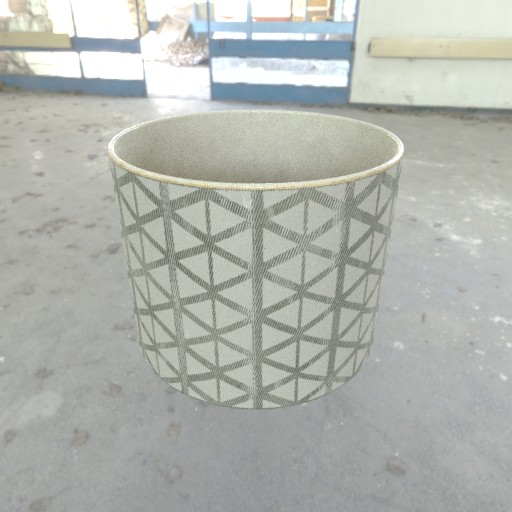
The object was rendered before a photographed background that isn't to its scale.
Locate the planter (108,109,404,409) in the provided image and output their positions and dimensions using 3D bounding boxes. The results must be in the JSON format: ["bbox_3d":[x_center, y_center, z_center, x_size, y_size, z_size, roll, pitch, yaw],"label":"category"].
[{"bbox_3d":[0.000,0.000,0.446,0.250,0.239,0.250,0,29,0],"label":"planter"}]
